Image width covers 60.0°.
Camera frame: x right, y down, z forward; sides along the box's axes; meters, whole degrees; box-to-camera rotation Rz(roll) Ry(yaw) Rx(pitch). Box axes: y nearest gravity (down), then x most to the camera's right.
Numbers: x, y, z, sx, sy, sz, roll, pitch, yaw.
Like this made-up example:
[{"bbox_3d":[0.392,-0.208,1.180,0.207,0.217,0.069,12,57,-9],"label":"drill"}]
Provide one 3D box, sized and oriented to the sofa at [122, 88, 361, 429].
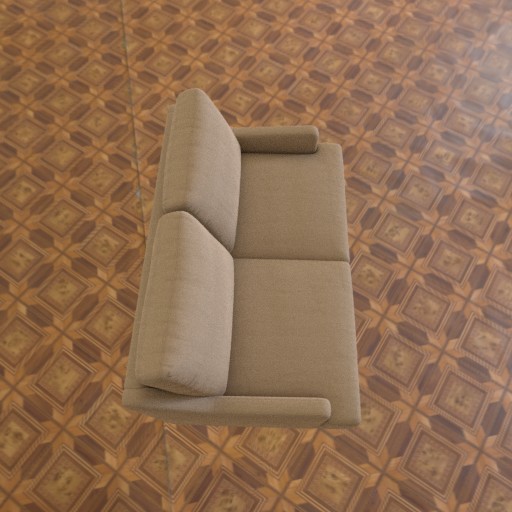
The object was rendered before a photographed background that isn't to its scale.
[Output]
[{"bbox_3d":[0.000,0.000,2.284,1.004,0.910,1.619,1,63,1],"label":"sofa"}]
